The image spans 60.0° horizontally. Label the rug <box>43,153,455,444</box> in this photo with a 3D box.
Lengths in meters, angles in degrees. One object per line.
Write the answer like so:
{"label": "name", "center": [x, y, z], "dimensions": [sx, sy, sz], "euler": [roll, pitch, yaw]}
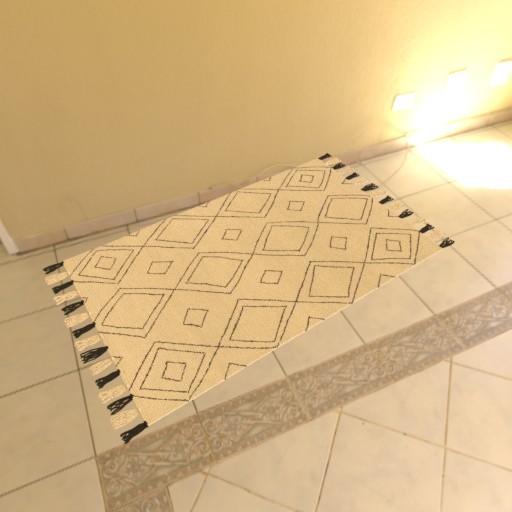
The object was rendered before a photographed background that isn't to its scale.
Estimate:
{"label": "rug", "center": [0.000, 0.000, 3.311], "dimensions": [2.755, 0.021, 1.524], "euler": [-26, 51, -23]}
